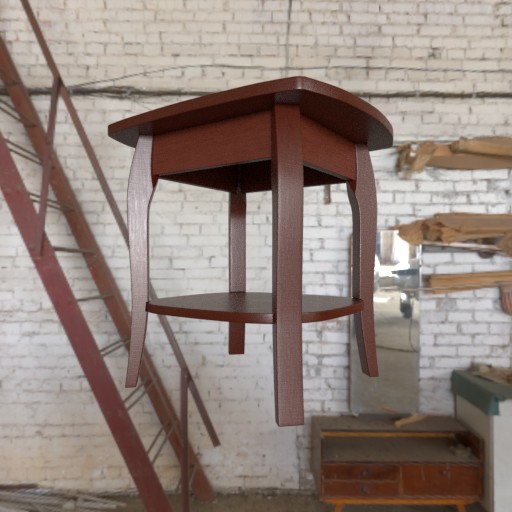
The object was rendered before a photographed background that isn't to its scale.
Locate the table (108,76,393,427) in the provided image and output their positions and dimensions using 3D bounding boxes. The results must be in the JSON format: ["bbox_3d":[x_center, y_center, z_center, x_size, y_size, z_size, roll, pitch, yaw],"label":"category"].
[{"bbox_3d":[0.000,0.000,0.890,0.502,0.496,0.433,0,0,35],"label":"table"}]
